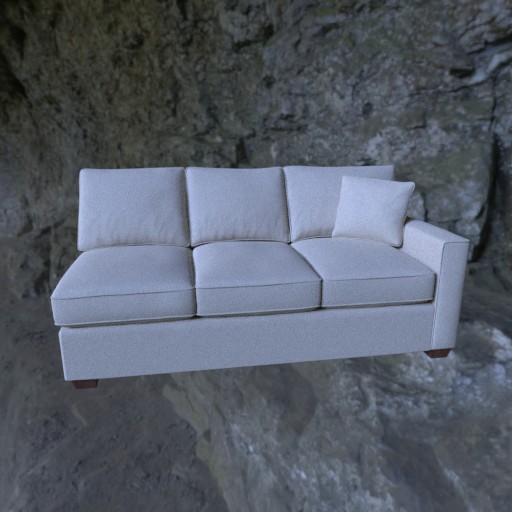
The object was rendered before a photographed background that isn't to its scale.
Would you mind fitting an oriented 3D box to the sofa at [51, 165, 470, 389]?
[{"bbox_3d":[0.000,0.000,2.497,1.963,0.946,1.034,-3,16,-9],"label":"sofa"}]
